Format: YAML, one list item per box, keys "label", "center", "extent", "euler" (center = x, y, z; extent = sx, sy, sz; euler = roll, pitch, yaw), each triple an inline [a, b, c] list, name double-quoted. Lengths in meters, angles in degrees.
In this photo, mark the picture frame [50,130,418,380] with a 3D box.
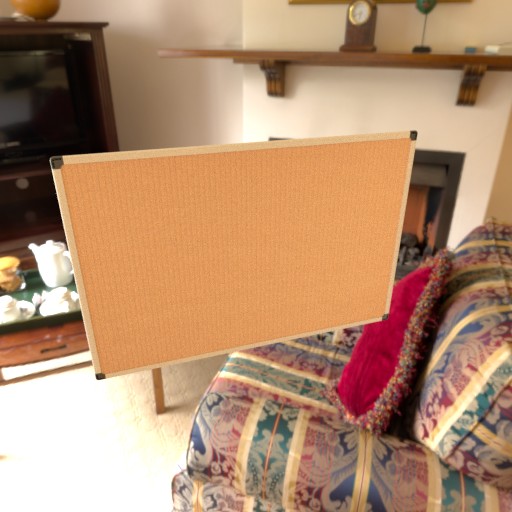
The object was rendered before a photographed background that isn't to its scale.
- label: "picture frame"
  center: [0.000, 0.000, 1.176]
  extent: [0.900, 0.600, 0.010]
  euler: [-9, 28, -16]
